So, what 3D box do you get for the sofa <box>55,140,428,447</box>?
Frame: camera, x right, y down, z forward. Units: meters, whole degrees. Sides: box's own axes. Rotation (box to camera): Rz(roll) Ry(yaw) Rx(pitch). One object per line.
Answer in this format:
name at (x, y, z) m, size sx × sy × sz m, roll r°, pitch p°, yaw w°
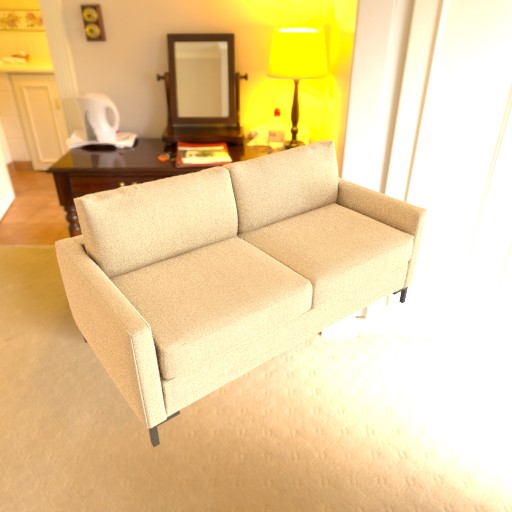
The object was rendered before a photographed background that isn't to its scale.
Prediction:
sofa at (0.000, 0.000, 2.184) m, size 1.651 × 0.812 × 0.839 m, roll -21°, pitch 36°, yaw -32°
